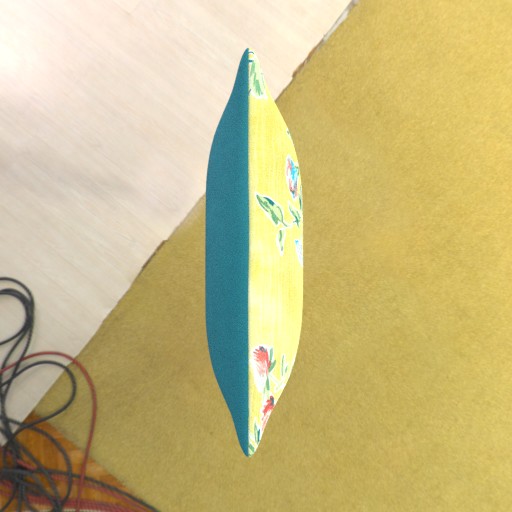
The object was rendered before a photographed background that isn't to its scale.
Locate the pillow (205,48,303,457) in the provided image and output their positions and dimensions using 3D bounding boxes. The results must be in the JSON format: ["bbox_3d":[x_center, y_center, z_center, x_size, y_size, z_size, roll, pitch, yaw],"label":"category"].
[{"bbox_3d":[0.000,0.000,0.815,0.166,0.508,0.525,0,88,1],"label":"pillow"}]
